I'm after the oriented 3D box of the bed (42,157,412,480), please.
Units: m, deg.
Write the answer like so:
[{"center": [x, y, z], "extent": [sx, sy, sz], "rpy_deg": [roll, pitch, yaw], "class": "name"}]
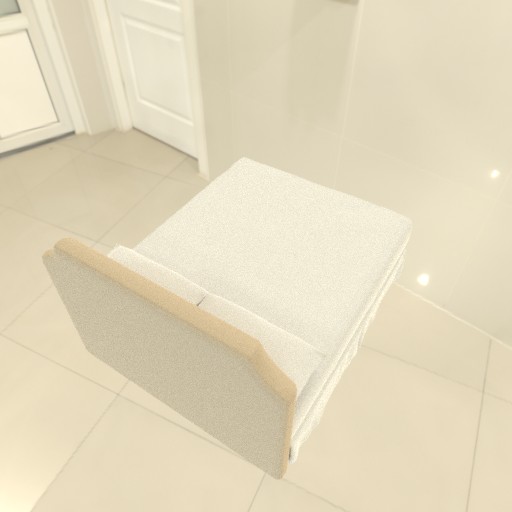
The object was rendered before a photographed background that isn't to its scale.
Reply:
[{"center": [0.000, 0.000, 3.881], "extent": [2.134, 1.524, 2.548], "rpy_deg": [25, 51, 22], "class": "bed"}]
